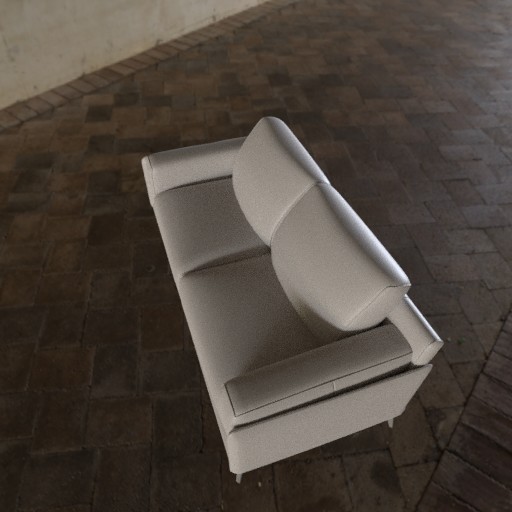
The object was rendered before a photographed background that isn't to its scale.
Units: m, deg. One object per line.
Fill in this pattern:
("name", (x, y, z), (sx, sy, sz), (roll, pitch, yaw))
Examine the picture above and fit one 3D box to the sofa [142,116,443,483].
("sofa", (0.000, 0.000, 2.595), (1.049, 0.930, 2.101), (-14, 47, -14))
